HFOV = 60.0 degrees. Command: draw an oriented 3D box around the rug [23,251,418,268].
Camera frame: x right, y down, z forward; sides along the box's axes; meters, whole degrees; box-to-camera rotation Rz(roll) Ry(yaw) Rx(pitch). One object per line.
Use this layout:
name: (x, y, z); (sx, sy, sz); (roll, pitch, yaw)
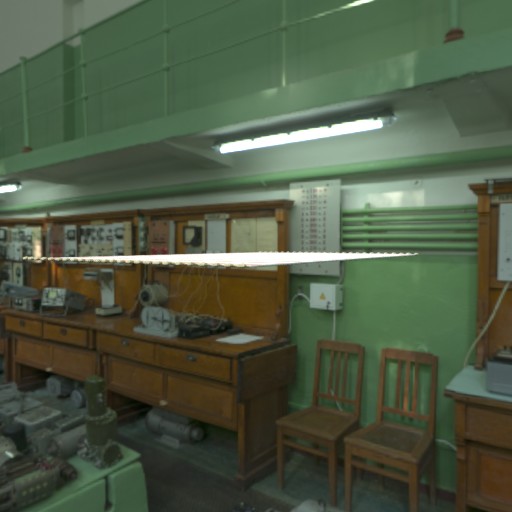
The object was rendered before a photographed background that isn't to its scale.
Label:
rug: (0.000, 0.000, 3.061); (1.556, 0.022, 2.433); (1, 2, 35)
